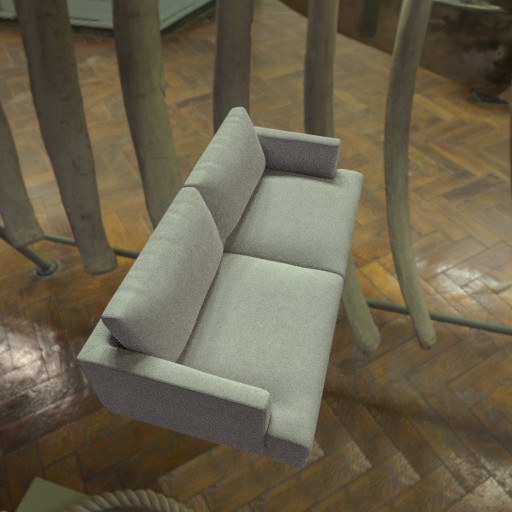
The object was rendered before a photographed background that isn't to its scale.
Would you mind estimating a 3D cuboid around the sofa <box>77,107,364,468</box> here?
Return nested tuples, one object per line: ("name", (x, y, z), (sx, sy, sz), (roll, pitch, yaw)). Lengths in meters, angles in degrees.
("sofa", (0.000, 0.000, 2.524), (1.020, 0.868, 1.948), (12, 48, 11))
